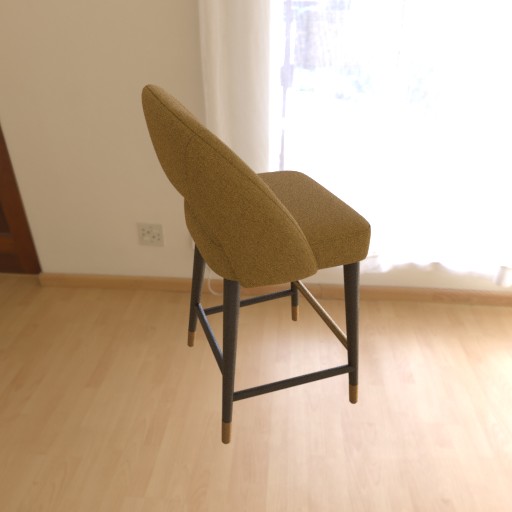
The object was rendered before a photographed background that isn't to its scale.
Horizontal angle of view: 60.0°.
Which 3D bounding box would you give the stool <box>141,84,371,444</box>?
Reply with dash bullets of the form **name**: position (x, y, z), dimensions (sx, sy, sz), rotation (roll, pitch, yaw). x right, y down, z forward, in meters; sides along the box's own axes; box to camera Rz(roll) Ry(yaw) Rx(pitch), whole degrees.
- **stool**: position (0.000, 0.000, 1.272), dimensions (0.522, 0.939, 0.536), rotation (-11, 32, -18)
